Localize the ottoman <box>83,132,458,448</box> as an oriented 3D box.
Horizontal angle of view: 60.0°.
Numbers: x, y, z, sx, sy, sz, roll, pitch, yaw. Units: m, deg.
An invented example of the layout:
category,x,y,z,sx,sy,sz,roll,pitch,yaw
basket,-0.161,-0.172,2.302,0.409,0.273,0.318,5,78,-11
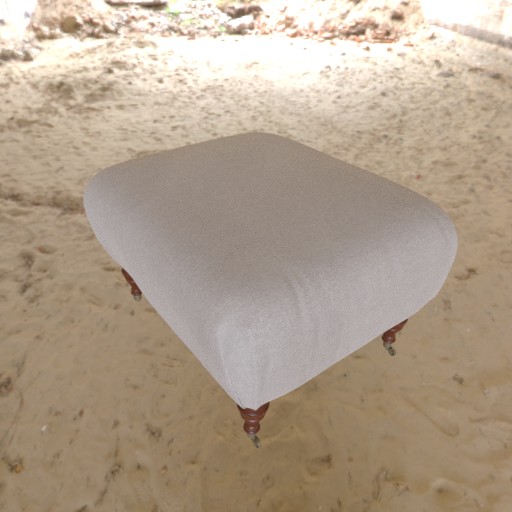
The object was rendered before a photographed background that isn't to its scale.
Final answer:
category,x,y,z,sx,sy,sz,roll,pitch,yaw
ottoman,0.000,0.000,1.121,0.622,0.450,0.746,-22,39,-30
